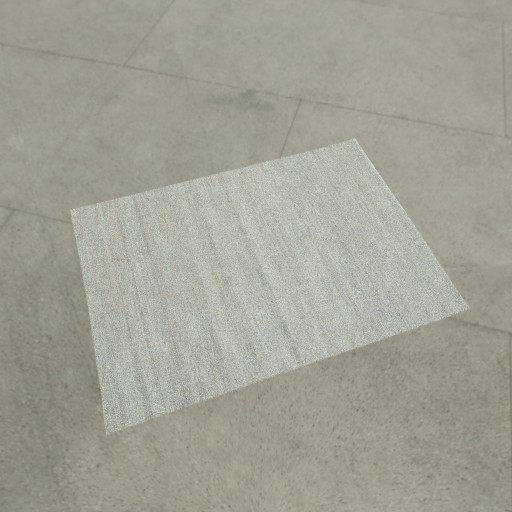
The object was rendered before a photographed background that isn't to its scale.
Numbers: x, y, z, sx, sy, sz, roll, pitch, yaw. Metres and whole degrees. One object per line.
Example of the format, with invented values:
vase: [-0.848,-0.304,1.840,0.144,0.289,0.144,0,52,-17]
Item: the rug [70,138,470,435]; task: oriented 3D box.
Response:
rug: [0.000,0.000,2.961,2.264,0.030,1.624,-16,58,-10]
